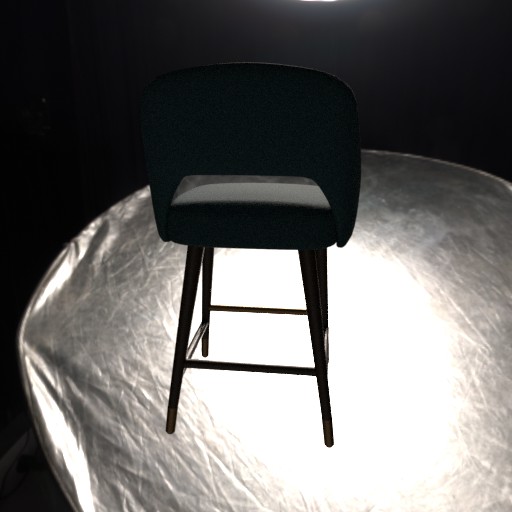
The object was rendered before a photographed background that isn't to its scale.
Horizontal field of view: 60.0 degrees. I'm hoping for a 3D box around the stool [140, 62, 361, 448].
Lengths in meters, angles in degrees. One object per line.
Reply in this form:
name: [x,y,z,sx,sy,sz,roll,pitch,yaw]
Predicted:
stool: [0.000,0.000,1.237,0.536,0.939,0.522,2,17,7]
